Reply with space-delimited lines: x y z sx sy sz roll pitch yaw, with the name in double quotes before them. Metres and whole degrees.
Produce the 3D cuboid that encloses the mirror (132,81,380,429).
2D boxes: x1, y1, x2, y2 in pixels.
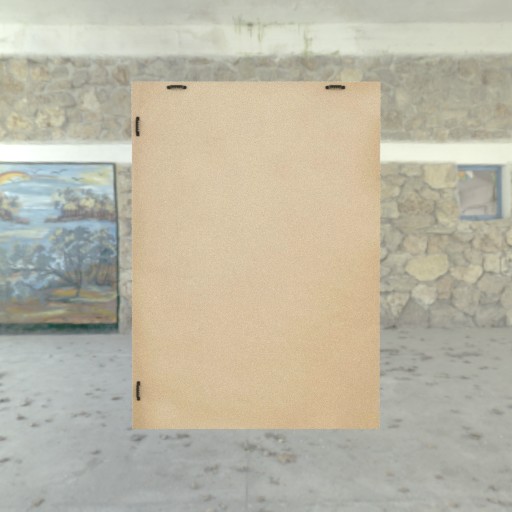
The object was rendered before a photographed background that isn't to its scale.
"mirror" 0.000 0.000 0.920 0.507 0.710 0.039 0 1 0
